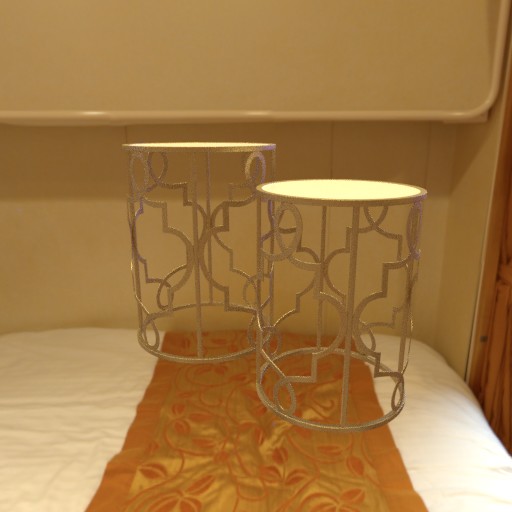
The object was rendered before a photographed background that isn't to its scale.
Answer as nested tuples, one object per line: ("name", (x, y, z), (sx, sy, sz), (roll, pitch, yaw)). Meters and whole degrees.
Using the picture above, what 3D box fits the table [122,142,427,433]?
("table", (0.000, 0.000, 1.170), (0.846, 0.564, 0.420), (14, 21, 42))
